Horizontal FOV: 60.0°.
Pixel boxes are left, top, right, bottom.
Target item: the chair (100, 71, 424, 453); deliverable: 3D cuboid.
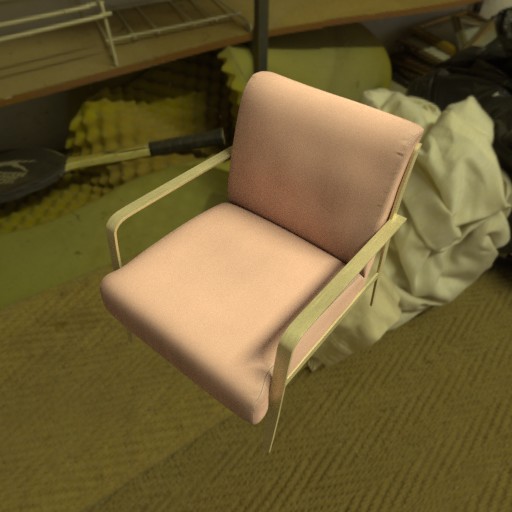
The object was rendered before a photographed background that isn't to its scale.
[{"bbox_3d":[0.000,0.000,1.480,0.701,0.823,0.848,30,54,25],"label":"chair"}]
